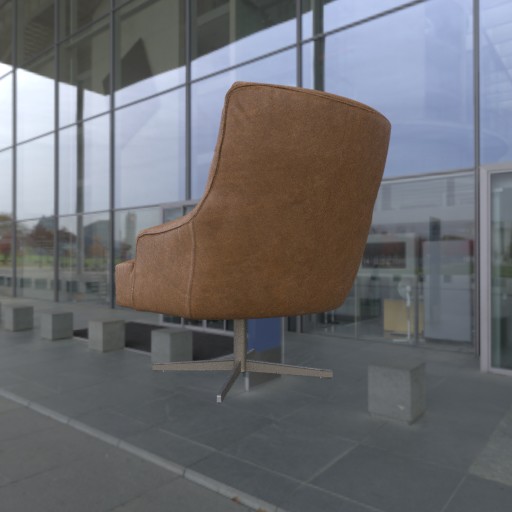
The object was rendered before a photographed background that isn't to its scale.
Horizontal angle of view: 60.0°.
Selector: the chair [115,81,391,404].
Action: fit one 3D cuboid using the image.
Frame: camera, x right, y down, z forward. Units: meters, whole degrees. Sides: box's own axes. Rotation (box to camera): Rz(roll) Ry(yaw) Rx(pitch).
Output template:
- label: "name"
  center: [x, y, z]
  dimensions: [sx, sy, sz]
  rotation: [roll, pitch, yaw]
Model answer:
- label: "chair"
  center: [0.000, 0.000, 1.549]
  dimensions: [0.729, 0.869, 0.874]
  rotation: [0, 0, -36]
